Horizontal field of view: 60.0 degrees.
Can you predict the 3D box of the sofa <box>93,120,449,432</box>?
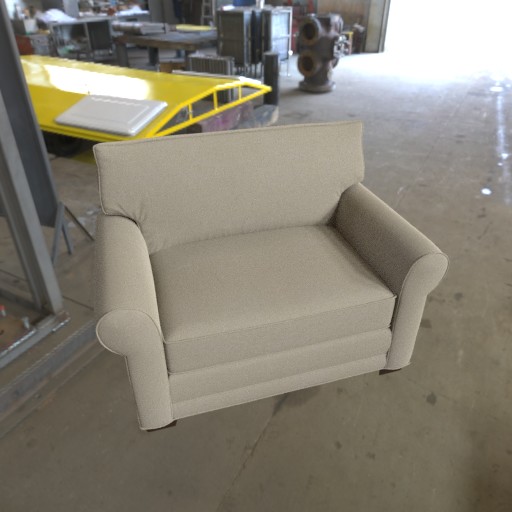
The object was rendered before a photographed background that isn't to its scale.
[{"bbox_3d":[0.000,0.000,2.071,1.405,1.006,0.937,-9,34,-14],"label":"sofa"}]
